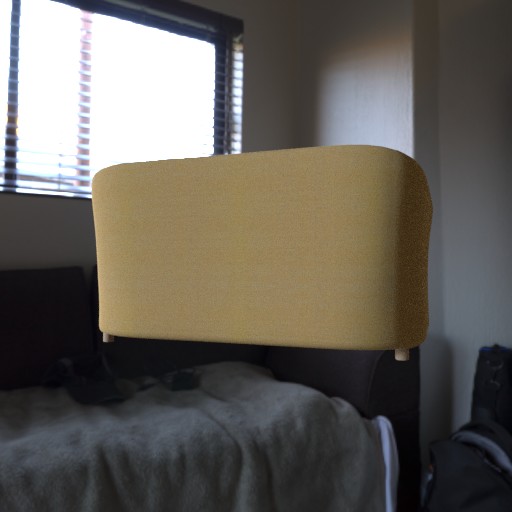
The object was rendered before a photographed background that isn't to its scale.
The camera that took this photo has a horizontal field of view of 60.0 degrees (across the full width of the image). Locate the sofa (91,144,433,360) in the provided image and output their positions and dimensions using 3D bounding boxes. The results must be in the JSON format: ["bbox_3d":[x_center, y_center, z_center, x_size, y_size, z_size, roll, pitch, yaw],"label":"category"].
[{"bbox_3d":[0.000,0.000,1.890,1.452,0.721,0.705,0,-1,18],"label":"sofa"}]
